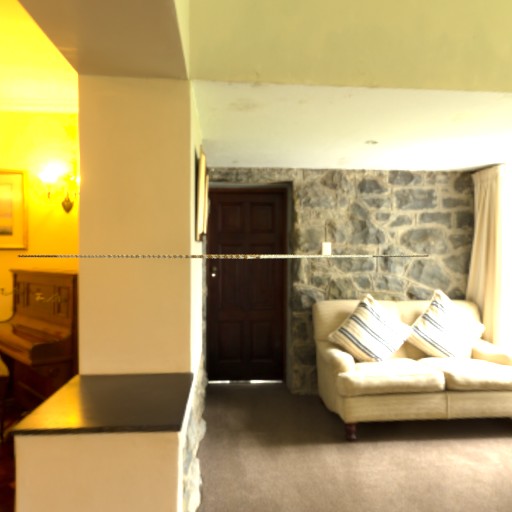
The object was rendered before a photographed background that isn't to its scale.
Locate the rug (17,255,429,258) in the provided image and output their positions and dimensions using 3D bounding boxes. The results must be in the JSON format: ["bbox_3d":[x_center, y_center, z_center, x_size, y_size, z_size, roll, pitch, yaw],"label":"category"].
[{"bbox_3d":[0.000,0.000,2.926,1.600,0.013,2.312,0,0,36],"label":"rug"}]
